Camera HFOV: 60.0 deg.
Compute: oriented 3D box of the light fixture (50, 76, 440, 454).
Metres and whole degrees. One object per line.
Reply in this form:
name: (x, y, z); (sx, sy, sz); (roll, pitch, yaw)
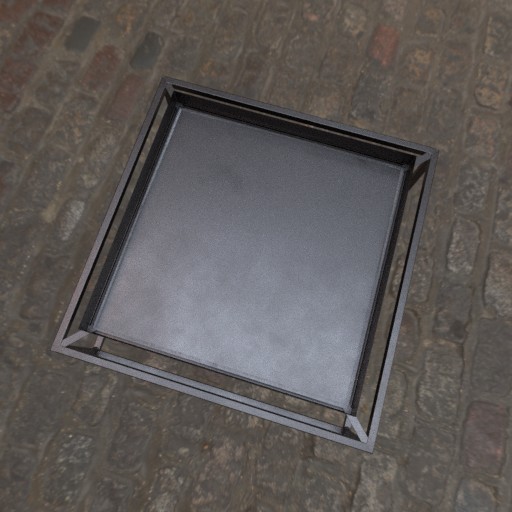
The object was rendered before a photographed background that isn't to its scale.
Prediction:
light fixture: (0.000, 0.000, 0.690); (0.441, 0.191, 0.441); (16, 76, 4)
